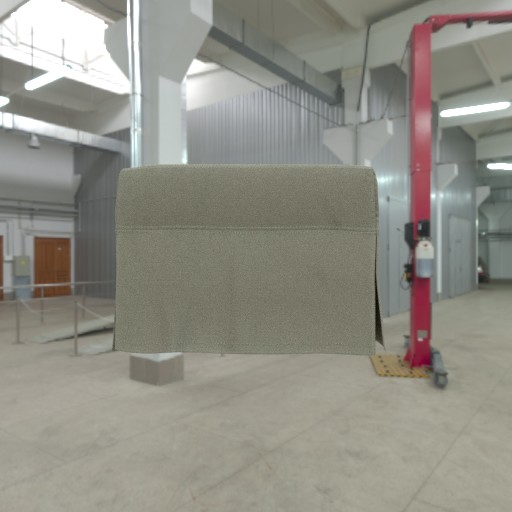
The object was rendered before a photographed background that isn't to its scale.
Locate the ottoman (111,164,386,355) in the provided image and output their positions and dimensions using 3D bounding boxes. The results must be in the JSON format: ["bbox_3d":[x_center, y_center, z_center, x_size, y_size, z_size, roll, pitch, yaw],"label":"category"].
[{"bbox_3d":[0.000,0.000,1.708,0.665,0.457,1.388,0,0,2],"label":"ottoman"}]
